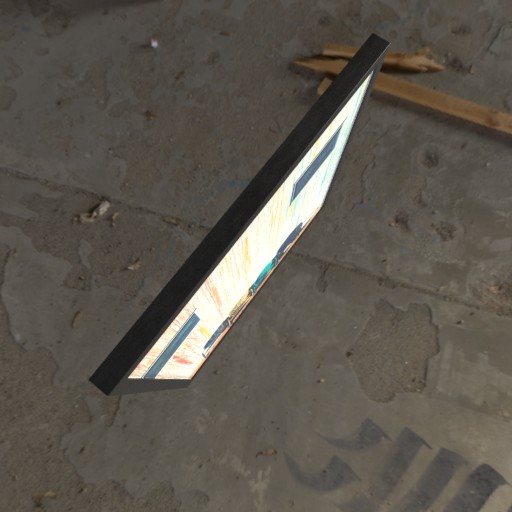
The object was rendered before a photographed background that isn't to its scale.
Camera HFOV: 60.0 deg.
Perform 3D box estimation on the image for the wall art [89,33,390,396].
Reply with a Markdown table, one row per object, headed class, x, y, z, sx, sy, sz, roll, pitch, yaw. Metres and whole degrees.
| class | x | y | z | sx | sy | sz | roll | pitch | yaw |
| --- | --- | --- | --- | --- | --- | --- | --- | --- | --- |
| wall art | 0.000 | 0.000 | 1.090 | 0.039 | 0.763 | 0.763 | 36 | 77 | 9 |
